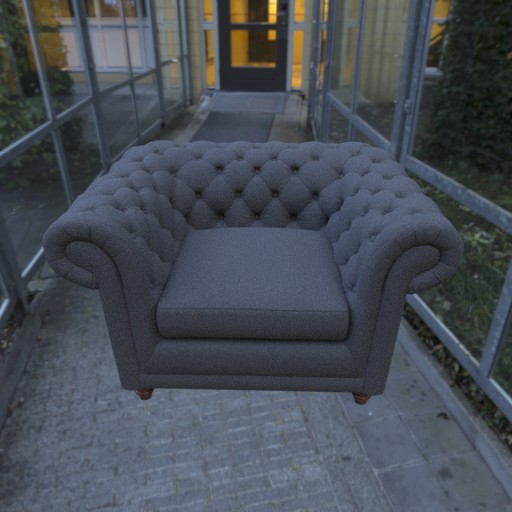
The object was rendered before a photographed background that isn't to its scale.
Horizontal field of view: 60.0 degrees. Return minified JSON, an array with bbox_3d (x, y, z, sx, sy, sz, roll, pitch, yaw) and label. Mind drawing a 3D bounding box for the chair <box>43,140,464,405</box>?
[{"bbox_3d":[0.000,0.000,1.843,1.270,0.770,0.976,1,29,1],"label":"chair"}]
